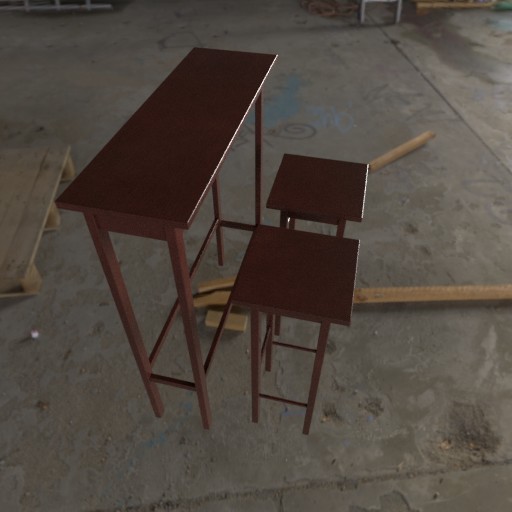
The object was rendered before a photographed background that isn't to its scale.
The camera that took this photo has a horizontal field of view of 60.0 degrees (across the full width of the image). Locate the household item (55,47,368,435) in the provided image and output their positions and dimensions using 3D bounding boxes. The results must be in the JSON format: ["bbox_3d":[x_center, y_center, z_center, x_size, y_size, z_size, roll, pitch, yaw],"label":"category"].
[{"bbox_3d":[0.000,0.000,1.593,0.676,1.067,0.914,10,46,10],"label":"household item"}]
